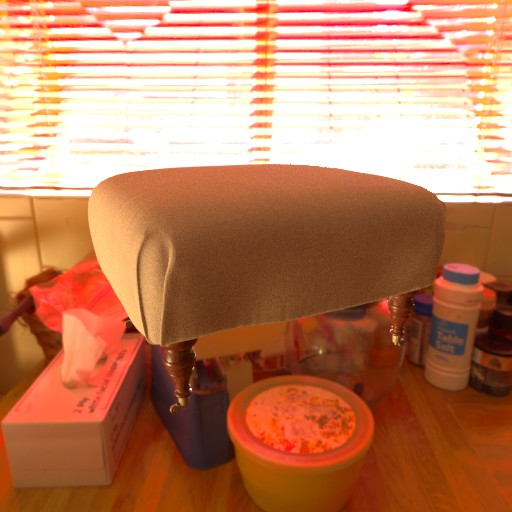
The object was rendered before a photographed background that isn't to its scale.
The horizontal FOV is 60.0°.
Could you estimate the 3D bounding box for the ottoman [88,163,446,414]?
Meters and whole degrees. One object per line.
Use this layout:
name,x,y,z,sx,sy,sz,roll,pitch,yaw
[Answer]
ottoman,0.000,0.000,1.139,0.746,0.450,0.622,-9,19,-26
